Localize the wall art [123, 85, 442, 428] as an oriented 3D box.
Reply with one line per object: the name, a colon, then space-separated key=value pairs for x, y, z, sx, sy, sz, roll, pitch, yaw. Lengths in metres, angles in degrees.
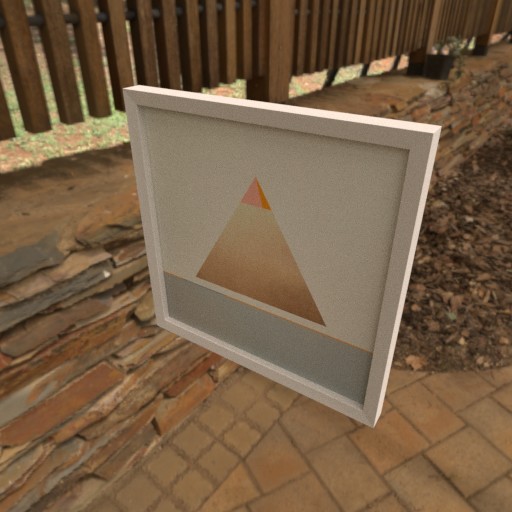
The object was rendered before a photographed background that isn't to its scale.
wall art: x=0.000 y=0.000 z=1.949 sx=1.289 sy=1.291 sz=0.098 roll=18 pitch=35 yaw=28
